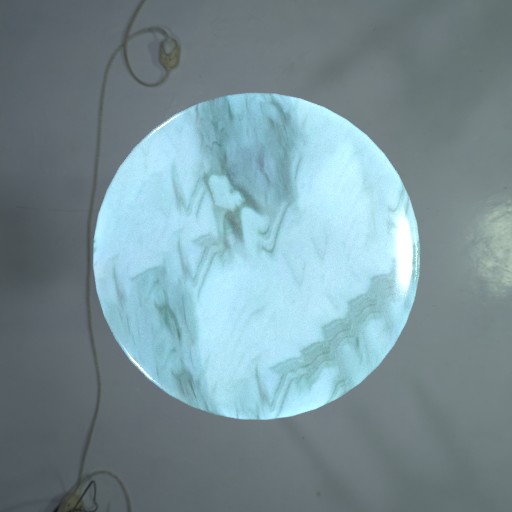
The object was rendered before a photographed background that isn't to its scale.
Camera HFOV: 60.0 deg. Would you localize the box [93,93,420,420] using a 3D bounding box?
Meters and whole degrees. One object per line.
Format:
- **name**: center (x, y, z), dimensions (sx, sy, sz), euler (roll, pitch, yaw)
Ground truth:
- **box**: center (0.000, 0.000, 0.163), dimensions (0.101, 0.063, 0.101), euler (0, 91, -1)
